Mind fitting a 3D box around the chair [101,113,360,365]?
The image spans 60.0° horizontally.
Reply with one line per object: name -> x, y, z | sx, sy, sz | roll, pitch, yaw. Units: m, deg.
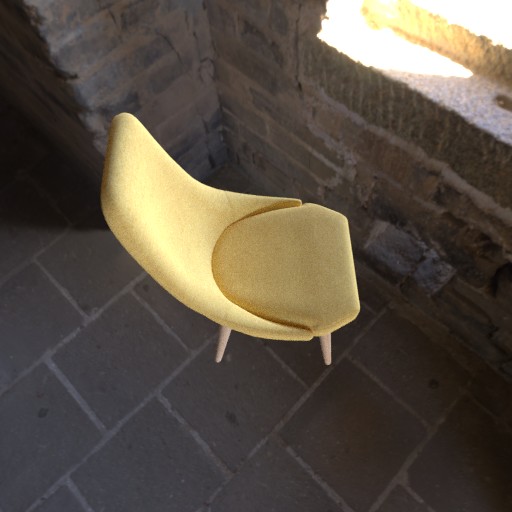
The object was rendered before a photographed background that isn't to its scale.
chair -> 0.000, 0.000, 1.428 | 0.660, 1.040, 0.510 | -2, 64, -1
